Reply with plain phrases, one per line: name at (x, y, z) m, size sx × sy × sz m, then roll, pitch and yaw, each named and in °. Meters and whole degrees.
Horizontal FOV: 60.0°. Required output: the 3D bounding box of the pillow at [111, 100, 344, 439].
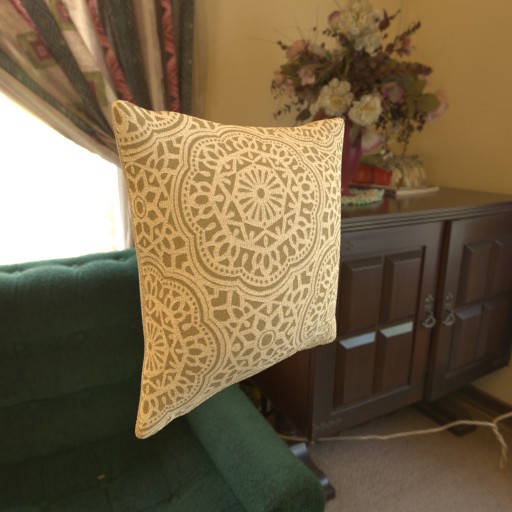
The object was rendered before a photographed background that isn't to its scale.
pillow at (0.000, 0.000, 0.672) m, size 0.167 × 0.421 × 0.438 m, roll 14°, pitch 20°, yaw 43°
